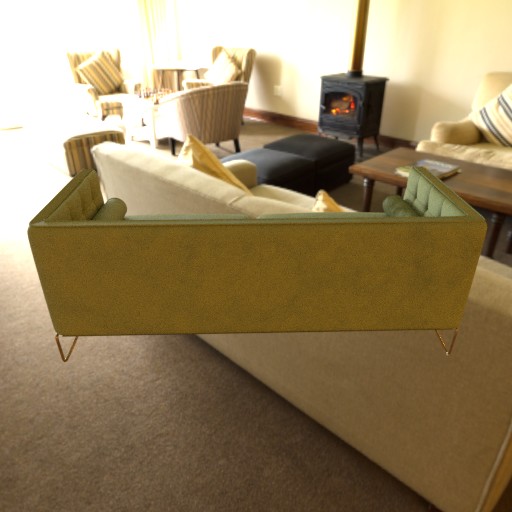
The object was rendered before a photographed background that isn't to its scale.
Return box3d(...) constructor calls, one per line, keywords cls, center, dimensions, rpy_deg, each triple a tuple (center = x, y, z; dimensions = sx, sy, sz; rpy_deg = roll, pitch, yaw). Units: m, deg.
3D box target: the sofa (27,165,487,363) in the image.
box3d(cls="sofa", center=(0.000, 0.000, 2.495), dimensions=(2.087, 0.789, 0.867), rpy_deg=(-1, 29, -1))
